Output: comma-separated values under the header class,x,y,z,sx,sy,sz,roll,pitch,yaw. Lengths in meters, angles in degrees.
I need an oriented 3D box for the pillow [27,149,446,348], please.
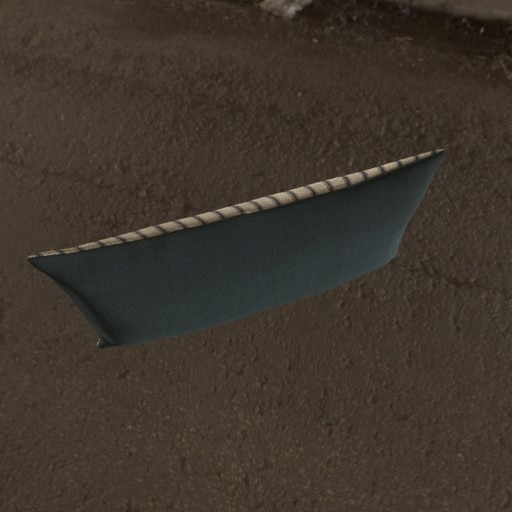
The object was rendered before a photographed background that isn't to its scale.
class,x,y,z,sx,sy,sz,roll,pitch,yaw
pillow,0.000,0.000,0.735,0.609,0.305,0.151,-16,60,-10
